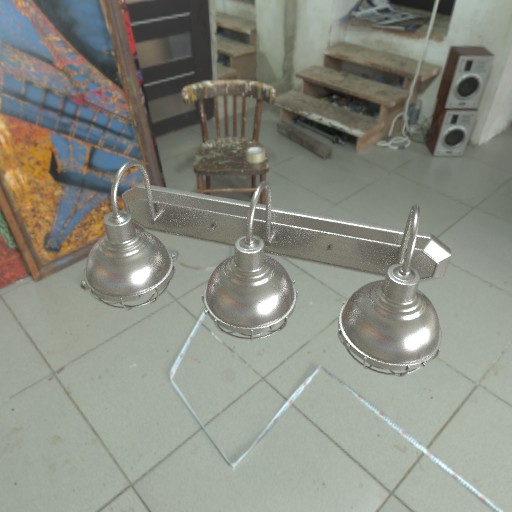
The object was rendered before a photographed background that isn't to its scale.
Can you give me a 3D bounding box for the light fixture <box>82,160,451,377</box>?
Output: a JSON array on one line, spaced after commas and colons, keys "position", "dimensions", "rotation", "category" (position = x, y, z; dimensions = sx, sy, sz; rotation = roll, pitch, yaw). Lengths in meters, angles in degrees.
[{"position": [0.000, 0.000, 0.755], "dimensions": [0.634, 0.254, 0.229], "rotation": [11, 41, 13], "category": "light fixture"}]
